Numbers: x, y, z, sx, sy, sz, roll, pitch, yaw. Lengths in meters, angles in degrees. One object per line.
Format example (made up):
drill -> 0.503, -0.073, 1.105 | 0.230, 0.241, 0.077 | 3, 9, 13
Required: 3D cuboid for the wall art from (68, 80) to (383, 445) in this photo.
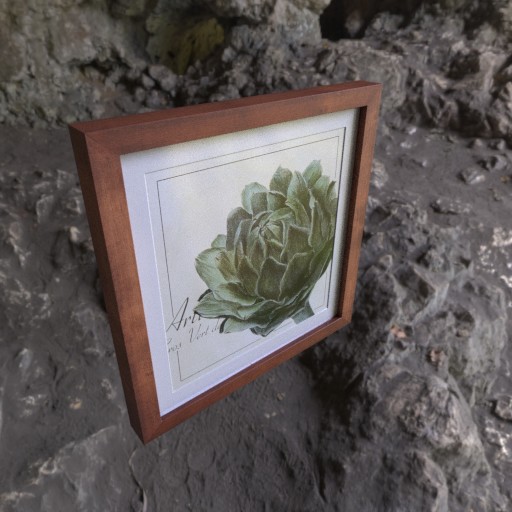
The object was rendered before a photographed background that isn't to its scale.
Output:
wall art -> 0.000, 0.000, 0.570 | 0.386, 0.385, 0.038 | -22, 37, -33
